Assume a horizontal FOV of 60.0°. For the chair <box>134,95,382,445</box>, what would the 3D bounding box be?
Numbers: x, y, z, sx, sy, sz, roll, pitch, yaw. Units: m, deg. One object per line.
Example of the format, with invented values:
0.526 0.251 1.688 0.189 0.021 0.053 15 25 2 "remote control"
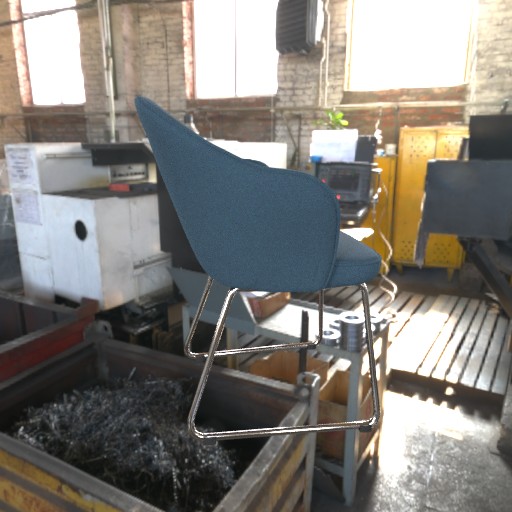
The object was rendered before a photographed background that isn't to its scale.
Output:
0.000 0.000 1.205 0.585 0.815 0.570 -3 15 -10 "chair"
